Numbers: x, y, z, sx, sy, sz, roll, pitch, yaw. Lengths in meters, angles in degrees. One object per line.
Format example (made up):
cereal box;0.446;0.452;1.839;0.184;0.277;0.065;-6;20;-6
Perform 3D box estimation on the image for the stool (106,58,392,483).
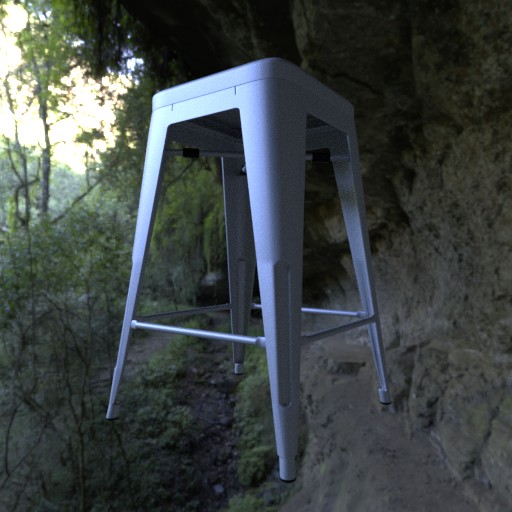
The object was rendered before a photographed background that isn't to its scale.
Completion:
stool;0.000;0.000;0.869;0.406;0.610;0.406;0;0;36
